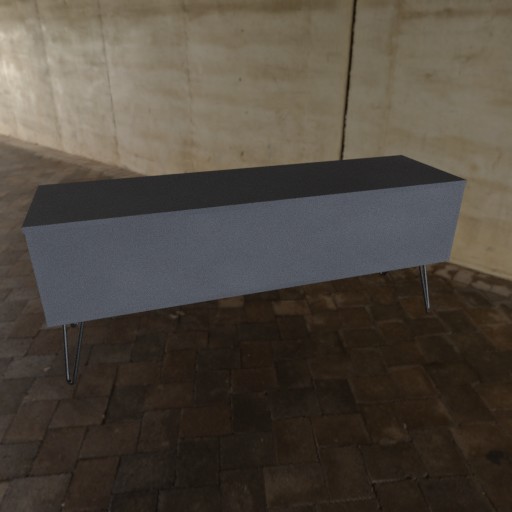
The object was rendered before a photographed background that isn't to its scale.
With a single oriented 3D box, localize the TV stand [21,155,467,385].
[{"bbox_3d":[0.000,0.000,1.629,1.400,0.560,0.400,-8,27,-16],"label":"TV stand"}]
